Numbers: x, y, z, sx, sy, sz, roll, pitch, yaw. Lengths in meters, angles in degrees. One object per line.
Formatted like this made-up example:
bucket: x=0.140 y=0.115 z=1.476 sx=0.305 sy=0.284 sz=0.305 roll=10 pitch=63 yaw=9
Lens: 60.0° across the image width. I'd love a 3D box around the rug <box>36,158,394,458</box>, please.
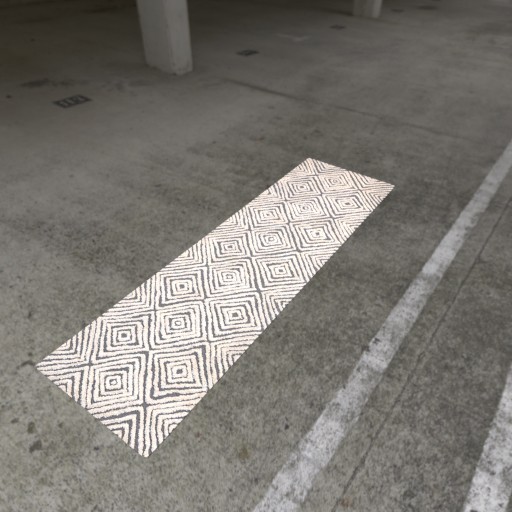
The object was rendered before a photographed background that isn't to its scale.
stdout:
rug: x=0.000 y=0.000 z=2.434 sx=0.676 sy=0.008 sz=2.277 roll=25 pitch=46 yaw=26
